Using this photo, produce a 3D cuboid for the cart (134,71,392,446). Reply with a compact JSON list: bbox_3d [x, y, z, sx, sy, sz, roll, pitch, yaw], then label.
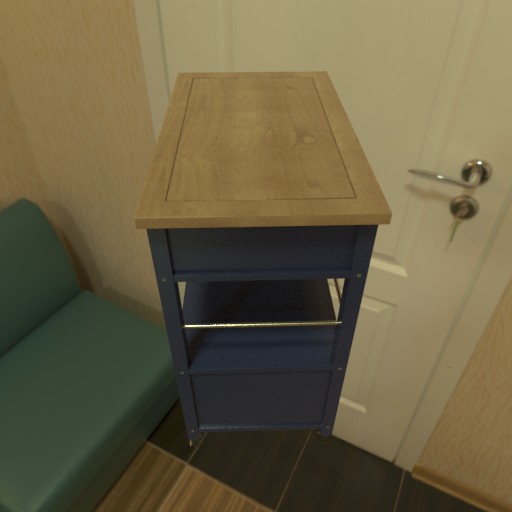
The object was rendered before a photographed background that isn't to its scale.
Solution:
[{"bbox_3d":[0.000,0.000,1.392,0.459,0.901,0.840,-1,40,-1],"label":"cart"}]
